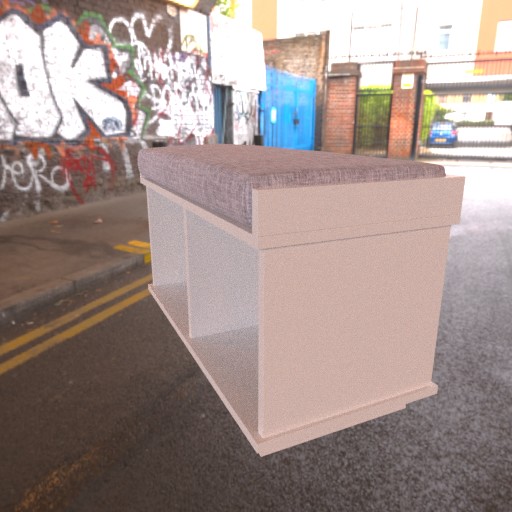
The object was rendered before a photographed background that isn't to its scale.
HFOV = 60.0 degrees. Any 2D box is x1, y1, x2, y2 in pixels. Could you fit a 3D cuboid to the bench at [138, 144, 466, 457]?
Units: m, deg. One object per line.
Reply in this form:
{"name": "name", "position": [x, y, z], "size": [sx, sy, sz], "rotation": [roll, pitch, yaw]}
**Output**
{"name": "bench", "position": [0.000, 0.000, 0.976], "size": [0.362, 0.461, 0.734], "rotation": [-8, 18, -24]}
